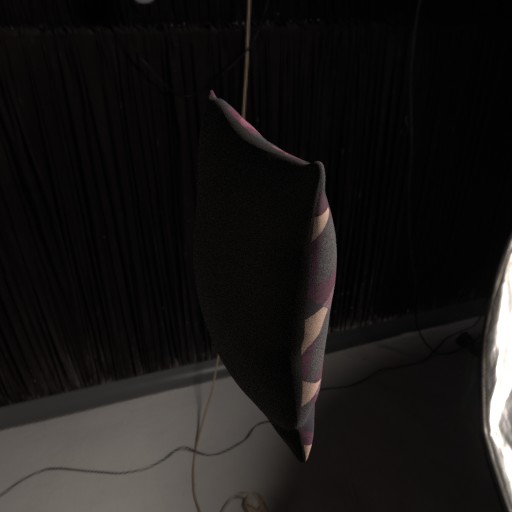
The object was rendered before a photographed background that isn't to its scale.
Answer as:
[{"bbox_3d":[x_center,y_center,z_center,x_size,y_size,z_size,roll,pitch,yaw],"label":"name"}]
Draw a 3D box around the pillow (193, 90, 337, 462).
[{"bbox_3d":[0.000,0.000,0.791,0.208,0.496,0.503,-10,32,-16],"label":"pillow"}]
